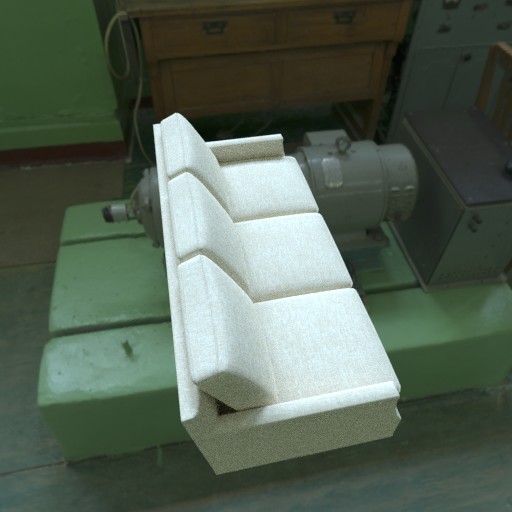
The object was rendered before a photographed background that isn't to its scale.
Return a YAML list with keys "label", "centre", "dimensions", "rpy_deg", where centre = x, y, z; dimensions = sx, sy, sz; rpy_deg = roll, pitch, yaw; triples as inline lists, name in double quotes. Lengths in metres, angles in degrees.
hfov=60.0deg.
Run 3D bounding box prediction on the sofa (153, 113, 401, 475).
- label: "sofa"
  centre: [0.000, 0.000, 2.746]
  dimensions: [1.041, 0.940, 2.210]
  rpy_deg: [-9, 48, -8]
